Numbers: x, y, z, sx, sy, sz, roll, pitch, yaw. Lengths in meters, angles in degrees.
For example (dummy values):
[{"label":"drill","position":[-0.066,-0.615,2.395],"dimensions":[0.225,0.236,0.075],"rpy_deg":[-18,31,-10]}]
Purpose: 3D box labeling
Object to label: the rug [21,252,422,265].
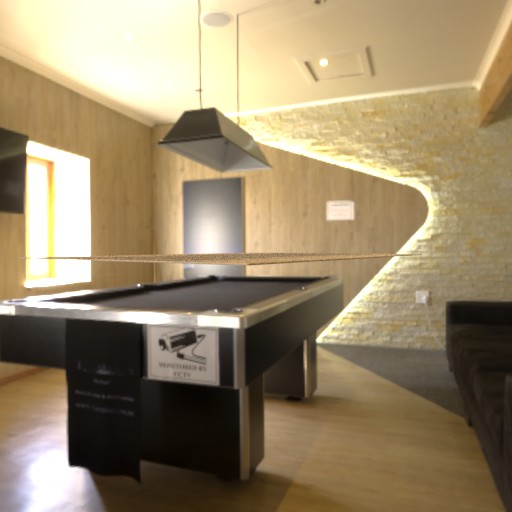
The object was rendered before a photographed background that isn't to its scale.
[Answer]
[{"label":"rug","position":[0.000,0.000,2.323],"dimensions":[1.219,0.005,1.828],"rpy_deg":[1,2,35]}]
